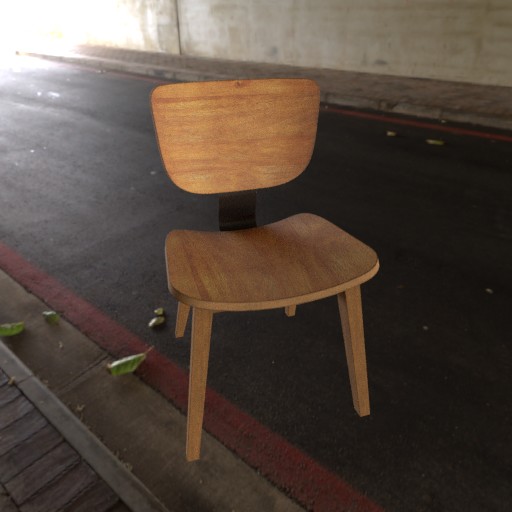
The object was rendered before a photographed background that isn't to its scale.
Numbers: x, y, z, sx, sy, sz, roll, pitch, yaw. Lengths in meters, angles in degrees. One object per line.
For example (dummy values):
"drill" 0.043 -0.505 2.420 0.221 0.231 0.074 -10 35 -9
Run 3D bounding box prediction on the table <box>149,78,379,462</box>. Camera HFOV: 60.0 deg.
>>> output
"table" 0.000 0.000 1.146 0.499 0.805 0.500 -9 31 -15
